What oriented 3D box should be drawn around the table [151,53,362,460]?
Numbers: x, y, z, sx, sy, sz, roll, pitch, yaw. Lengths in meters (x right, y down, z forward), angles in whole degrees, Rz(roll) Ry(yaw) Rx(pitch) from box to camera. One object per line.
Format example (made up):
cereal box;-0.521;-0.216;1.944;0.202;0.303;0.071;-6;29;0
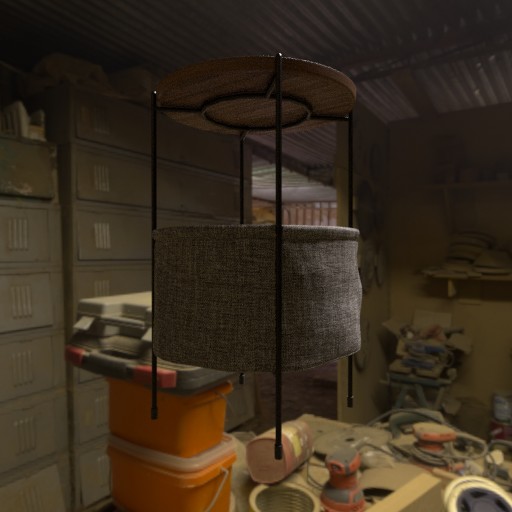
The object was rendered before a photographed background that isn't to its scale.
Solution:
table;0.000;0.000;0.878;0.400;0.623;0.400;0;1;35
